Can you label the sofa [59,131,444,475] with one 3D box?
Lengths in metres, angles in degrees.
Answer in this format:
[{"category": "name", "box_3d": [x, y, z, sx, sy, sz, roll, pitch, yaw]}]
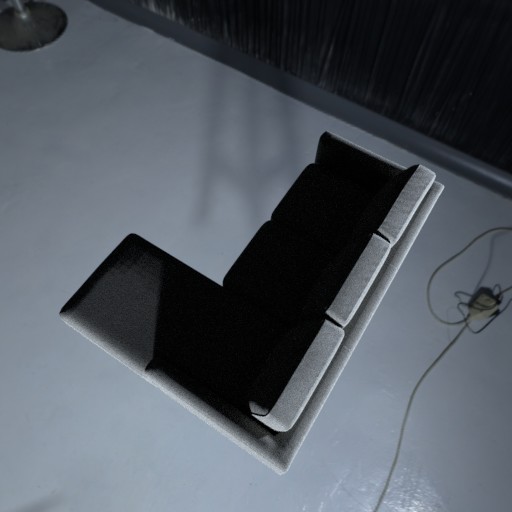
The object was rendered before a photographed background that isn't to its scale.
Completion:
[{"category": "sofa", "box_3d": [0.000, 0.000, 2.949, 1.667, 0.957, 2.055, 30, 67, 14]}]
